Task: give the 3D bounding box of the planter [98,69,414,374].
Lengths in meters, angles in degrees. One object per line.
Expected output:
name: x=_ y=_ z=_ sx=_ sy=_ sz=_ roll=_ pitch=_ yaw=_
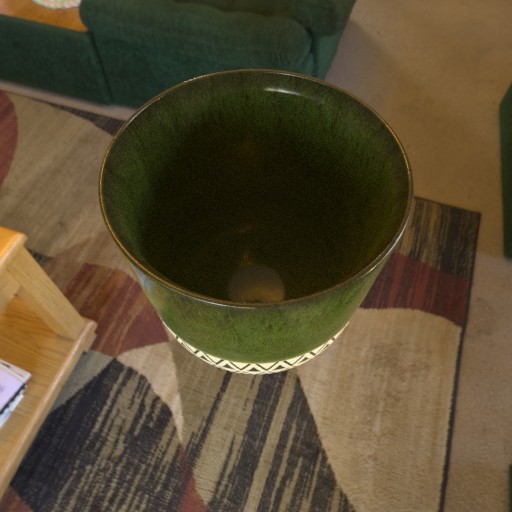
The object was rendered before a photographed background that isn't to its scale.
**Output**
planter: x=0.000 y=0.000 z=0.463 sx=0.245 sy=0.270 sz=0.245 roll=0 pitch=58 yaw=0
